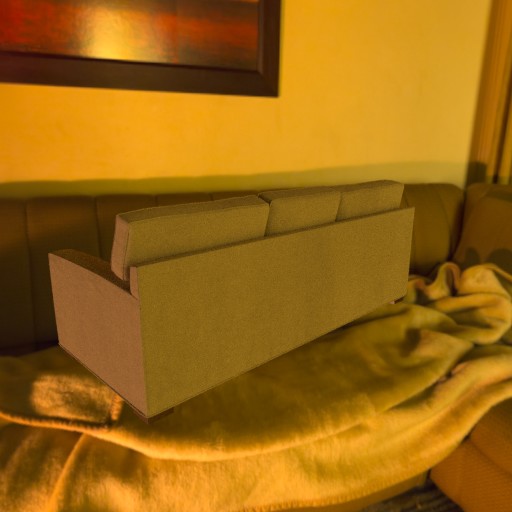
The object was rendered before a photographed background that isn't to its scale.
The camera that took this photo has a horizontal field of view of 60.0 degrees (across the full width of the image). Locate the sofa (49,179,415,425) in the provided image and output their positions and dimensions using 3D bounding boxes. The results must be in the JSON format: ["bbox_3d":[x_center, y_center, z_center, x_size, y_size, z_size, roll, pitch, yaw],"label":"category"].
[{"bbox_3d":[0.000,0.000,2.674,2.093,0.862,0.936,-14,20,-42],"label":"sofa"}]
